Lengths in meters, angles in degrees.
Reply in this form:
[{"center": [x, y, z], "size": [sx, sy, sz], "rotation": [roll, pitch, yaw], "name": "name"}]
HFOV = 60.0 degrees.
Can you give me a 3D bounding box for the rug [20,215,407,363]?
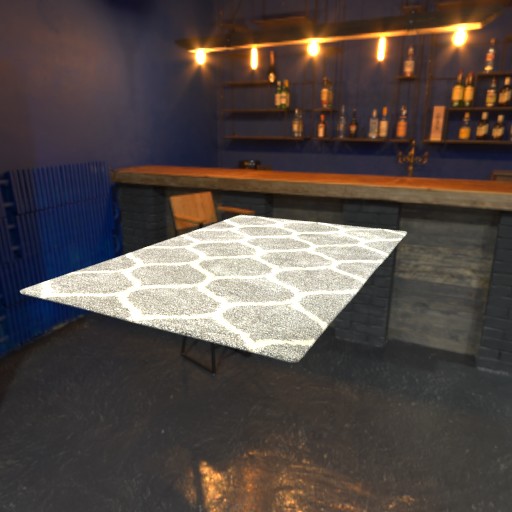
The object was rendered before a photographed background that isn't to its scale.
[{"center": [0.000, 0.000, 3.402], "size": [1.801, 0.026, 2.701], "rotation": [8, 18, 26], "name": "rug"}]
